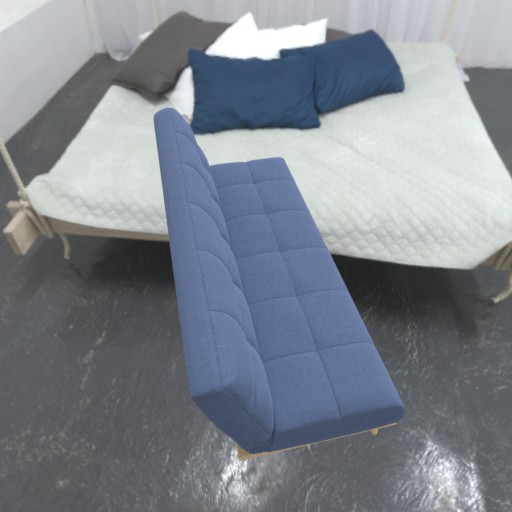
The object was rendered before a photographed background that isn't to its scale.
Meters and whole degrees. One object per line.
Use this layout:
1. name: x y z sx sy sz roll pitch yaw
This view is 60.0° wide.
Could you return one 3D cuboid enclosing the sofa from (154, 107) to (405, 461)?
1. sofa: 0.000 0.000 2.217 0.796 0.800 1.800 -9 46 -9
